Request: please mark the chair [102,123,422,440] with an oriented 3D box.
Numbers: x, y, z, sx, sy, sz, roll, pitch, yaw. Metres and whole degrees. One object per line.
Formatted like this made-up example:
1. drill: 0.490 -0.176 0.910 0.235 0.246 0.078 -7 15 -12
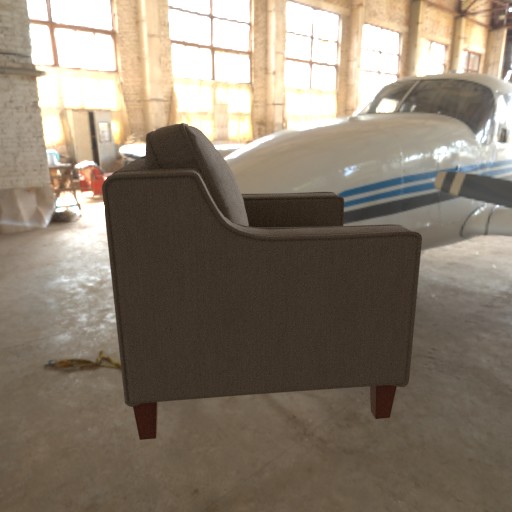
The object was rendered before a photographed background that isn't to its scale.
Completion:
1. chair: 0.000 0.000 1.673 0.909 0.960 0.831 -2 16 -7
